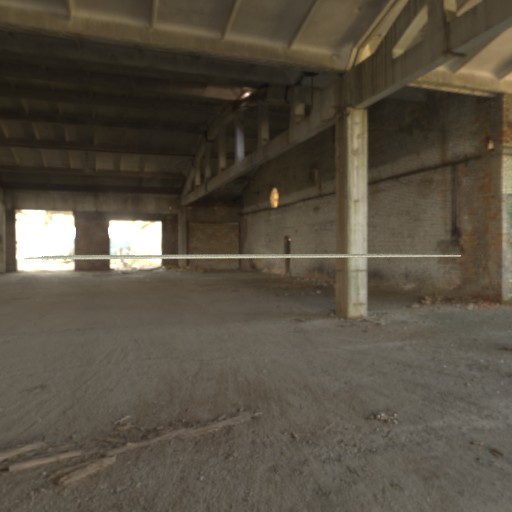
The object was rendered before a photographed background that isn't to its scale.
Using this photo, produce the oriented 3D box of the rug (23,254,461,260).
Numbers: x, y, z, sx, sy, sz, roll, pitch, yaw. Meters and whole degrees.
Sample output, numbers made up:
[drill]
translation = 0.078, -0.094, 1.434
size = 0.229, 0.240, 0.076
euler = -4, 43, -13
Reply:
[rug]
translation = 0.000, 0.000, 2.702
size = 2.435, 0.009, 0.750
euler = 0, 1, -19
